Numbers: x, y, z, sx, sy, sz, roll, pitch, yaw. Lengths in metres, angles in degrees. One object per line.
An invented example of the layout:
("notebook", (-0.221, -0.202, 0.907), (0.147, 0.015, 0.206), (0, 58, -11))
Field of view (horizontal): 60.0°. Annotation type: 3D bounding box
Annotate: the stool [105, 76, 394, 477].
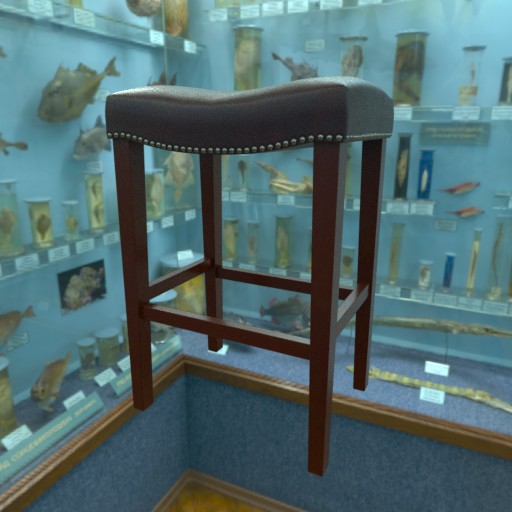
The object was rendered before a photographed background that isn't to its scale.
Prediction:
("stool", (0.000, 0.000, 1.018), (0.504, 0.742, 0.372), (8, 18, 26))
